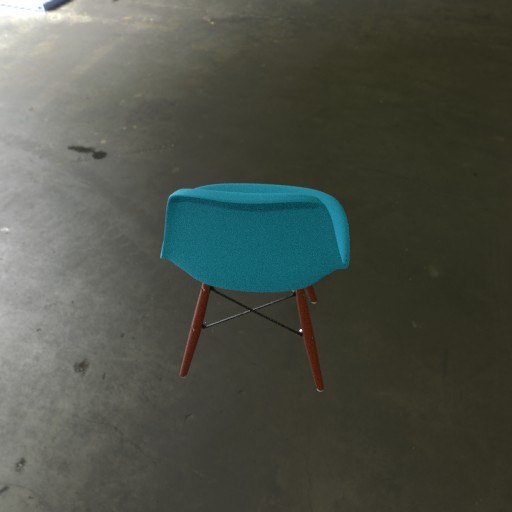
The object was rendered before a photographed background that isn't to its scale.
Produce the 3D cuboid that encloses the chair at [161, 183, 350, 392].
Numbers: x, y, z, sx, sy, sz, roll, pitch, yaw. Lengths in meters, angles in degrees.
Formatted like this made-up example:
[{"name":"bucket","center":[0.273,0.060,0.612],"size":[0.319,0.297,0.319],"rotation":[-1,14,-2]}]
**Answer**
[{"name":"chair","center":[0.000,0.000,1.140],"size":[0.470,0.826,0.533],"rotation":[3,48,3]}]
